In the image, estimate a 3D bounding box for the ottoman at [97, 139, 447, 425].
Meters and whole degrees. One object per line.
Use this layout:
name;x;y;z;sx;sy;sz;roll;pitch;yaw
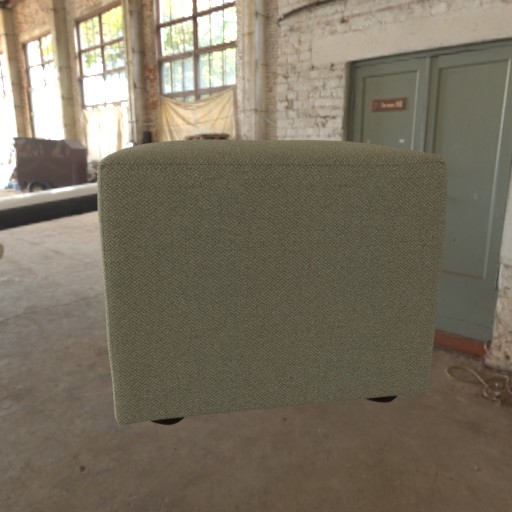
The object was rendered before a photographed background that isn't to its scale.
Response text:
ottoman;0.000;0.000;0.895;0.521;0.453;0.512;-2;14;-10
